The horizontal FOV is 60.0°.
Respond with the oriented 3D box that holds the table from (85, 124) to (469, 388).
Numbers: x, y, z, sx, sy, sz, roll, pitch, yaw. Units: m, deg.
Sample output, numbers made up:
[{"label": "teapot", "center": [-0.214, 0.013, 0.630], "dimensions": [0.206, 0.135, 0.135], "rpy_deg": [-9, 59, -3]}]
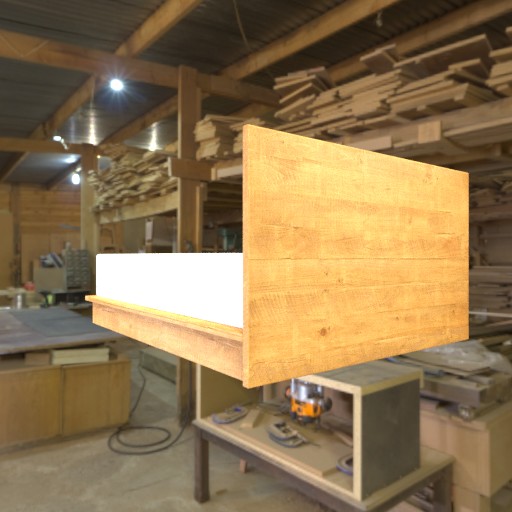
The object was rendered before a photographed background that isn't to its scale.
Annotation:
[{"label": "table", "center": [0.000, 0.000, 3.109], "dimensions": [1.707, 1.041, 2.149], "rpy_deg": [0, 0, -37]}]
